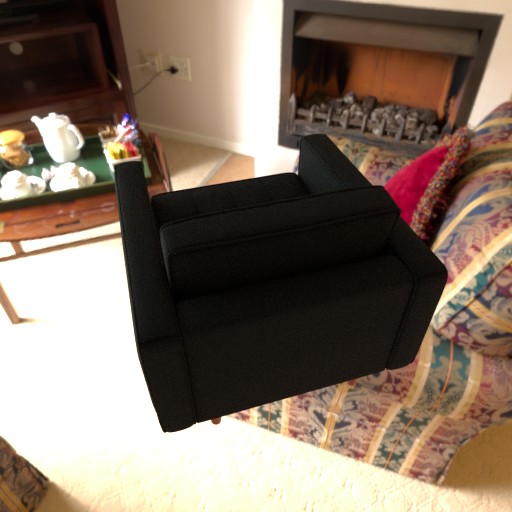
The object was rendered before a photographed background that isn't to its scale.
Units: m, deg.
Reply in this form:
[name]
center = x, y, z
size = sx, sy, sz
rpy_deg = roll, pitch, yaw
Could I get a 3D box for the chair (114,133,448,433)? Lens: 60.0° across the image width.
[chair]
center = 0.000, 0.000, 1.615
size = 0.899, 0.770, 0.920
rpy_deg = -12, 43, -13
